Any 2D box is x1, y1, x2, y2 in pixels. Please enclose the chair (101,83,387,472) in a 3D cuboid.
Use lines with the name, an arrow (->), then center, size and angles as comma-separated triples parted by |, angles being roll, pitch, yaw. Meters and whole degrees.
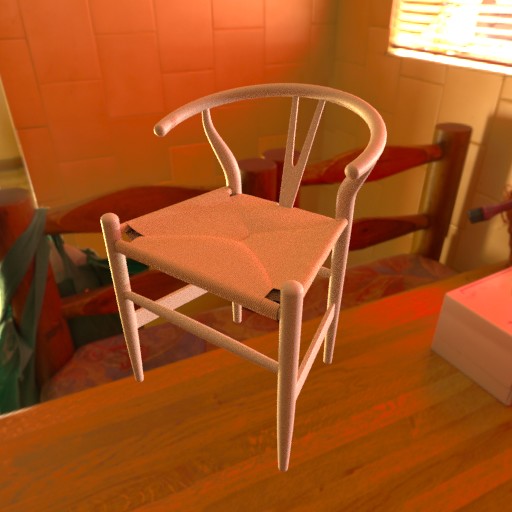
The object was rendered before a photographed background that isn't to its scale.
chair -> 0.000, 0.000, 1.098 | 0.533, 0.736, 0.500 | 20, 36, 29
